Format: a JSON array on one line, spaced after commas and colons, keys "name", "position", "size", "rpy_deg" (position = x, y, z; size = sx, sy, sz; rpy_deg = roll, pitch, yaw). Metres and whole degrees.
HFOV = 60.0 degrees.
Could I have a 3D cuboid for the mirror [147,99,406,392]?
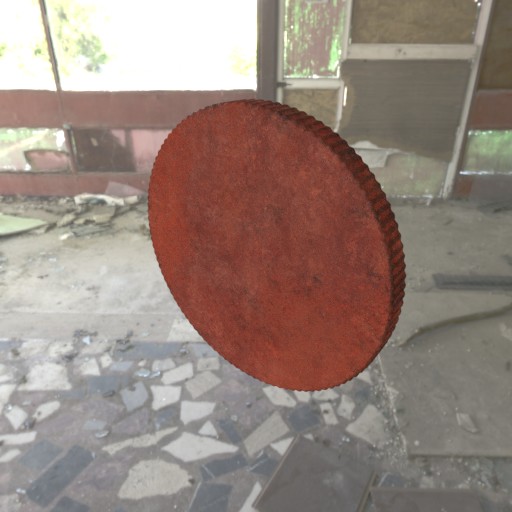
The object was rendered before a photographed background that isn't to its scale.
[{"name": "mirror", "position": [0.000, 0.000, 0.912], "size": [0.609, 0.609, 0.056], "rpy_deg": [20, 33, 33]}]
